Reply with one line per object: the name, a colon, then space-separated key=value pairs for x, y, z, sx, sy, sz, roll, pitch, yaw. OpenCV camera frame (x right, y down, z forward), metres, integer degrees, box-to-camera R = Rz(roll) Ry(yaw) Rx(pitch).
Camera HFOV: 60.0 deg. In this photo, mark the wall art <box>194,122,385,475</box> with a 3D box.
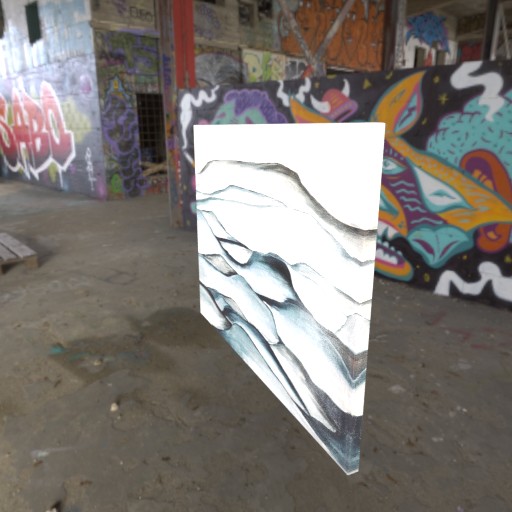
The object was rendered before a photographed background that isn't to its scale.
wall art: x=0.000 y=0.000 z=1.605 sx=0.039 sy=0.915 sz=1.219 roll=-8 pitch=18 yaw=-25
